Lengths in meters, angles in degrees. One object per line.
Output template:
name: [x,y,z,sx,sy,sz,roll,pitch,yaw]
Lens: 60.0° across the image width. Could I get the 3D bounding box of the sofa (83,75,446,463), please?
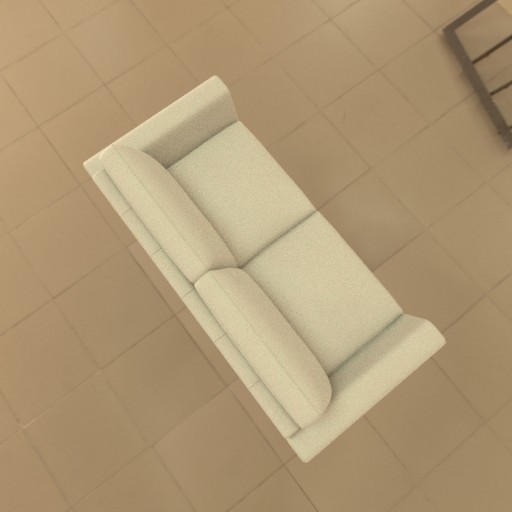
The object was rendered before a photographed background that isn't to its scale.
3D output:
sofa: [0.000,0.000,2.552,0.953,0.875,2.017,-37,79,-9]
